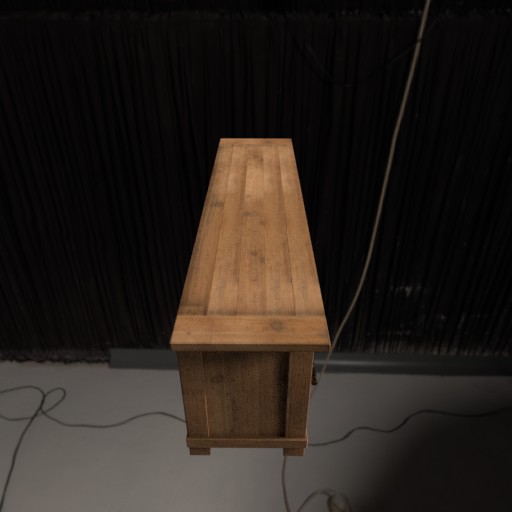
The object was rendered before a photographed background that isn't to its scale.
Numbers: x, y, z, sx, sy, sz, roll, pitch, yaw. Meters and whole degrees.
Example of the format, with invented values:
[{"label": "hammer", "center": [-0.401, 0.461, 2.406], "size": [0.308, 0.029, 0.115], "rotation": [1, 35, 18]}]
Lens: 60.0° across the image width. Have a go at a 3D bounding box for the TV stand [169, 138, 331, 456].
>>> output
[{"label": "TV stand", "center": [0.000, 0.000, 2.104], "size": [0.453, 0.573, 1.804], "rotation": [0, 32, 0]}]
